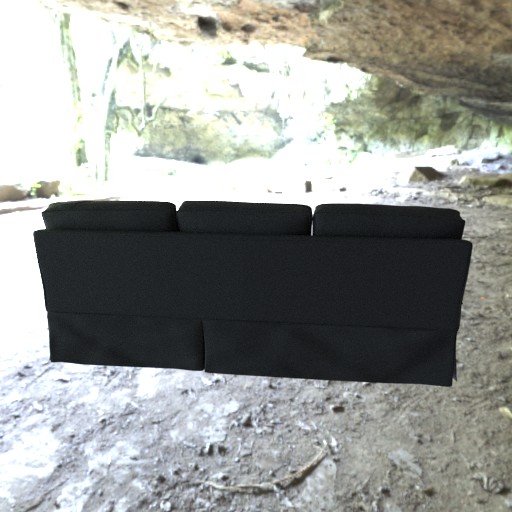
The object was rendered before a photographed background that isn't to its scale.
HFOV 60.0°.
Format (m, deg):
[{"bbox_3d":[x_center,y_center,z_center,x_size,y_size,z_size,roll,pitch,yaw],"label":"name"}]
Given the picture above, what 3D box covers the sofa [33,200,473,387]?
[{"bbox_3d":[0.000,0.000,3.309,2.518,1.039,1.637,2,17,6],"label":"sofa"}]
